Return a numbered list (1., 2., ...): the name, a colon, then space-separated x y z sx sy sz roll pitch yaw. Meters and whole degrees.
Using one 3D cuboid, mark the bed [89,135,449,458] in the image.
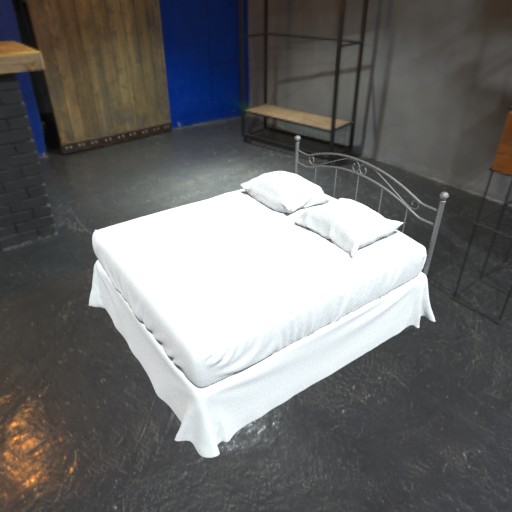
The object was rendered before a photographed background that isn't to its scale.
1. bed: 0.000 0.000 3.385 2.215 1.080 1.936 -21 38 -29
